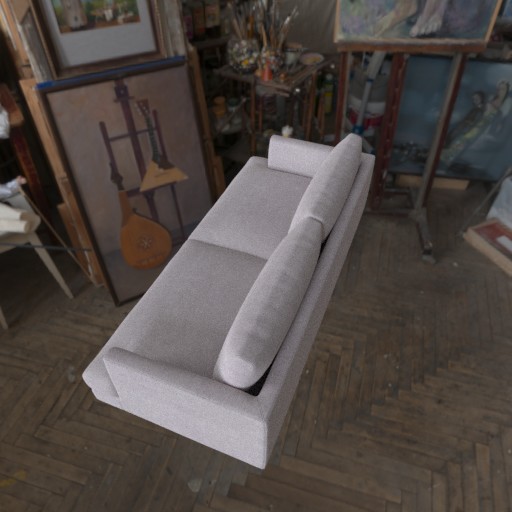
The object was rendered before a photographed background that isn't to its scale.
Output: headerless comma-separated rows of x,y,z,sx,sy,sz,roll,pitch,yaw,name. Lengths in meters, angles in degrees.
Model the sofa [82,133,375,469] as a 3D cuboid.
0.000,0.000,2.845,1.020,0.868,2.250,16,46,16,sofa
